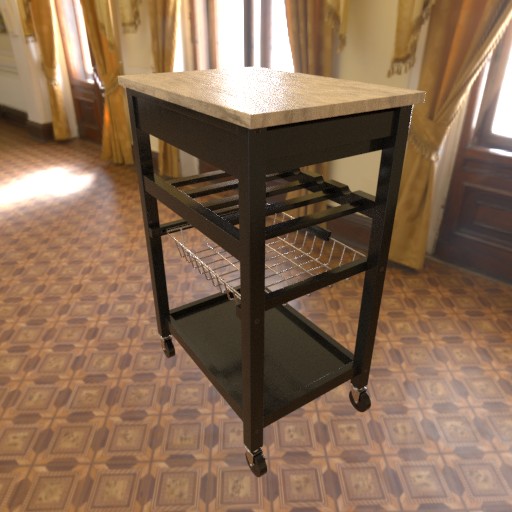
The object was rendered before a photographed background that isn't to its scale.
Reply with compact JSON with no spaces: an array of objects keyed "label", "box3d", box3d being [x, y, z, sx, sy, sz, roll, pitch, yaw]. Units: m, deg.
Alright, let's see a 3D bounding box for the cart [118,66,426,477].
[{"label":"cart","box3d":[0.000,0.000,1.145,0.403,0.839,0.584,-18,33,-30]}]
